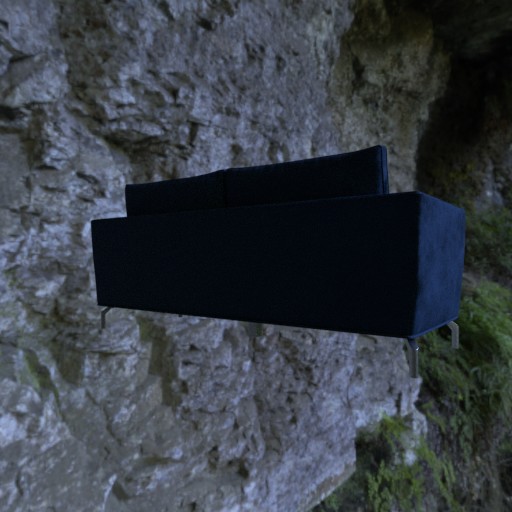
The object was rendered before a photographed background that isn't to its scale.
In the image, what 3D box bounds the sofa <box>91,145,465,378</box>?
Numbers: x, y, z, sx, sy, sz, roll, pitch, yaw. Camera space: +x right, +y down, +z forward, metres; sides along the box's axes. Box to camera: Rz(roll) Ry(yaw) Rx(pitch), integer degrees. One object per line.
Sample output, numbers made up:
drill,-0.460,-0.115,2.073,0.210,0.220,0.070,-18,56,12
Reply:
sofa,0.000,0.000,2.715,2.212,0.998,0.853,0,0,36
